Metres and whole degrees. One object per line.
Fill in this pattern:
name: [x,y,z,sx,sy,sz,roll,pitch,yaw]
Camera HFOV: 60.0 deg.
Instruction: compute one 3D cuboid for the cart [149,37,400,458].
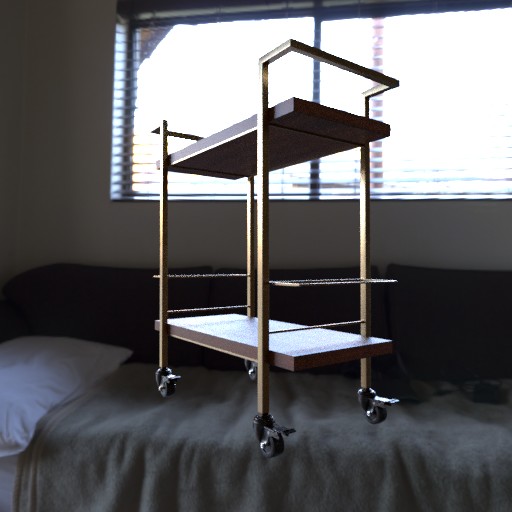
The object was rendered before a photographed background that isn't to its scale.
cart: [0.000,0.000,1.198,0.364,0.807,0.695,1,-1,-36]
